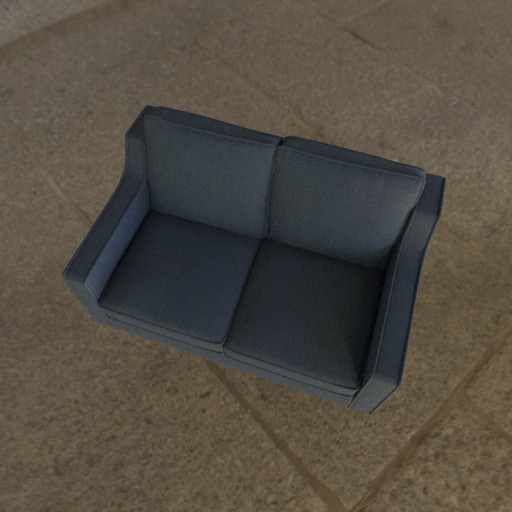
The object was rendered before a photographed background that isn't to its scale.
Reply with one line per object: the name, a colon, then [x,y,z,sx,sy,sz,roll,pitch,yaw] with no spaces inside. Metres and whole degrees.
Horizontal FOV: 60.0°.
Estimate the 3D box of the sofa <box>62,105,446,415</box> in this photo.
sofa: [0.000,0.000,2.189,1.501,0.971,0.987,16,61,10]
